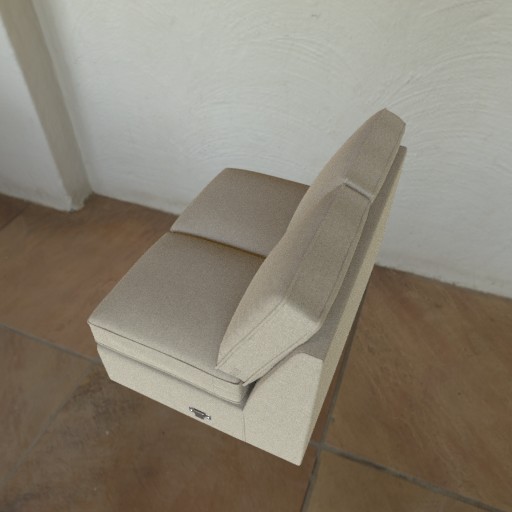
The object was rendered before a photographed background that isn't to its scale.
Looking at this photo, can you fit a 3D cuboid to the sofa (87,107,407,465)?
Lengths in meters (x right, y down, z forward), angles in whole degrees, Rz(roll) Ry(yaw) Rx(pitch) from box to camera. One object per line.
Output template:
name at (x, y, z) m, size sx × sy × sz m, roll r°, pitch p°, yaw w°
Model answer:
sofa at (0.000, 0.000, 1.971) m, size 0.951 × 1.008 × 1.237 m, roll 18°, pitch 48°, yaw 17°
